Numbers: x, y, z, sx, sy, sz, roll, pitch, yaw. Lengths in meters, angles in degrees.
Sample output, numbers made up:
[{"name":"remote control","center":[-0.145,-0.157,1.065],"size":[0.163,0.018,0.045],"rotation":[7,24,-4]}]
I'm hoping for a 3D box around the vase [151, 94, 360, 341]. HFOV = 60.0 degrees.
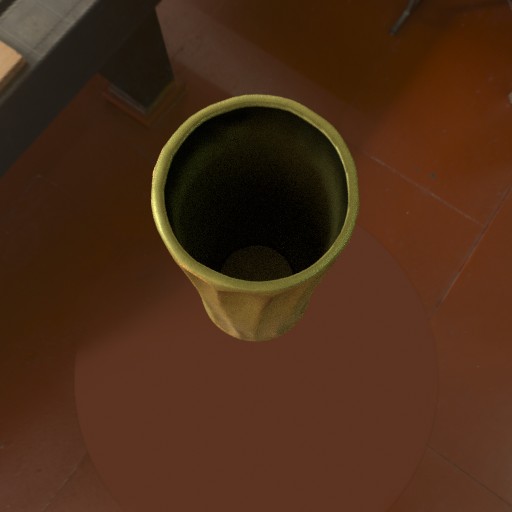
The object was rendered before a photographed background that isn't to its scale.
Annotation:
[{"name":"vase","center":[0.000,0.000,0.177],"size":[0.061,0.143,0.061],"rotation":[0,77,0]}]
